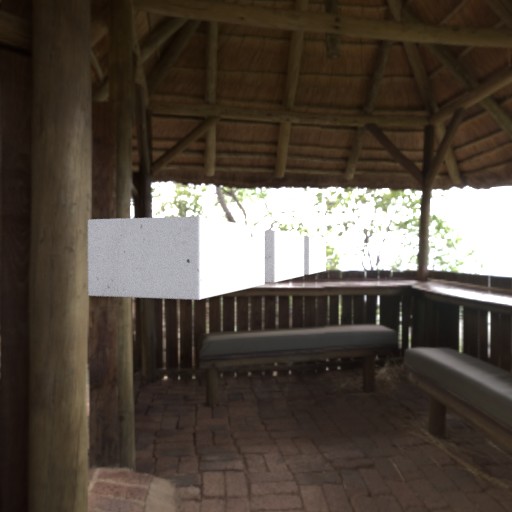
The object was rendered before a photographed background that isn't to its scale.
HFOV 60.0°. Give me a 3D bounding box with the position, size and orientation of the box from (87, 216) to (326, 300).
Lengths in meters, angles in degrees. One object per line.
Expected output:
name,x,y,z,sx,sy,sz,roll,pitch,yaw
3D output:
box,0.000,0.000,0.498,0.082,0.051,0.461,0,0,18
